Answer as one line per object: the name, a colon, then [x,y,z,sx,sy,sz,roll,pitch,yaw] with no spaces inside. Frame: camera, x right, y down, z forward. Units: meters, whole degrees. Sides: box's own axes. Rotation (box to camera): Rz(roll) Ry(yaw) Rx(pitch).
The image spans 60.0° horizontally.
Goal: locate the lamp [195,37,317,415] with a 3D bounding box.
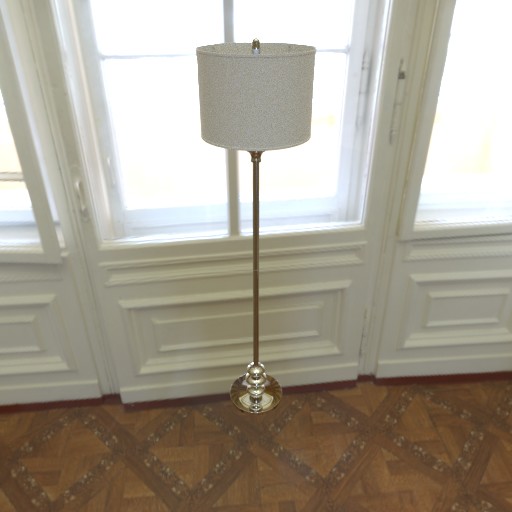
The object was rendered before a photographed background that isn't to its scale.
lamp: [0.000,0.000,1.677,0.356,1.487,0.356,22,37,33]
